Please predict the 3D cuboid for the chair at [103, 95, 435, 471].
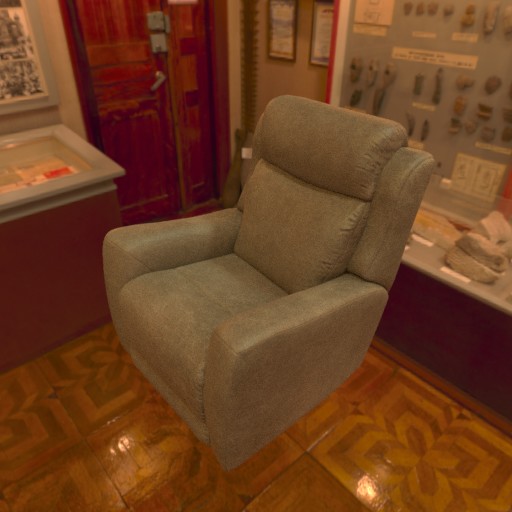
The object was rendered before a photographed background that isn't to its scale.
[{"bbox_3d":[0.000,0.000,1.902,1.068,1.116,0.965,-24,40,-32],"label":"chair"}]
